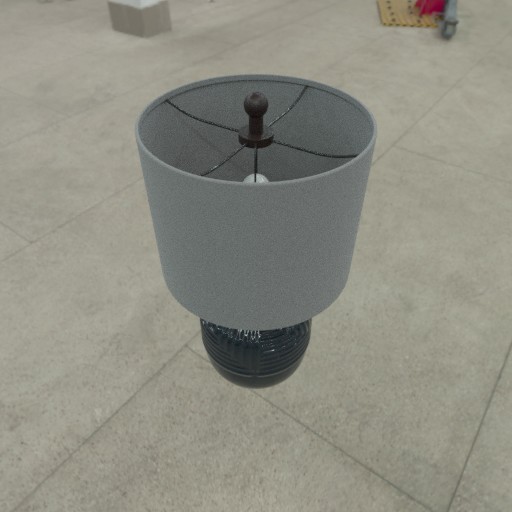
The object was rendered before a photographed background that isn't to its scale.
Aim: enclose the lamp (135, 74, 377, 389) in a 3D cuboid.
[{"bbox_3d":[0.000,0.000,0.759,0.318,0.567,0.318,0,43,0],"label":"lamp"}]
